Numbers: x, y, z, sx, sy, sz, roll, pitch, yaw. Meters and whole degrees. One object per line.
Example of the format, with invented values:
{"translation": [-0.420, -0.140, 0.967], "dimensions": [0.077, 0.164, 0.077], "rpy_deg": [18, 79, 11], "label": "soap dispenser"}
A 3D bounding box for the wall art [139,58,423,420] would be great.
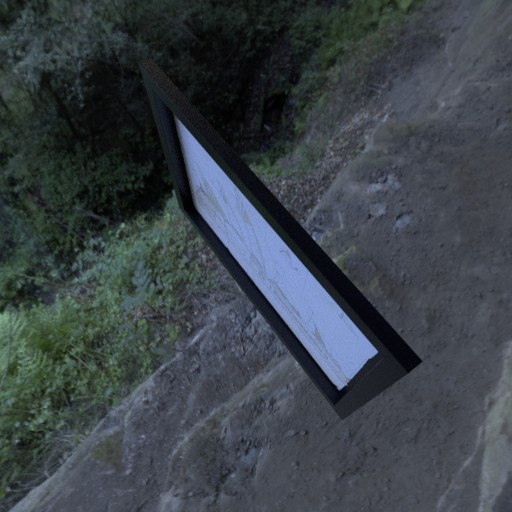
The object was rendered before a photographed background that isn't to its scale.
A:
{"translation": [0.000, 0.000, 0.858], "dimensions": [0.027, 0.458, 0.657], "rpy_deg": [-33, 68, -15], "label": "wall art"}
